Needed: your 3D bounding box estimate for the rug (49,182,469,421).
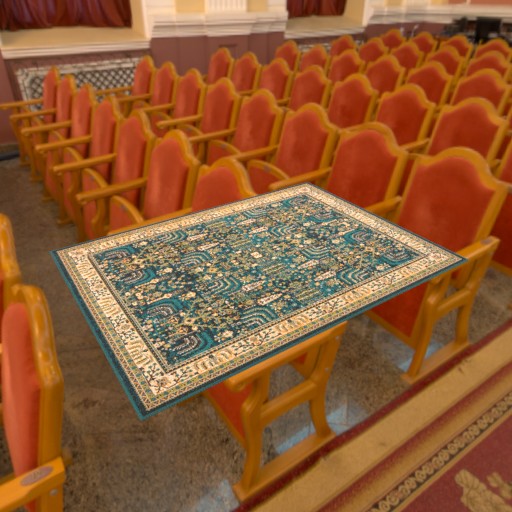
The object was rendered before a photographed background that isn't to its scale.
[{"bbox_3d":[0.000,0.000,3.977,3.044,0.015,2.226,-19,36,-29],"label":"rug"}]
